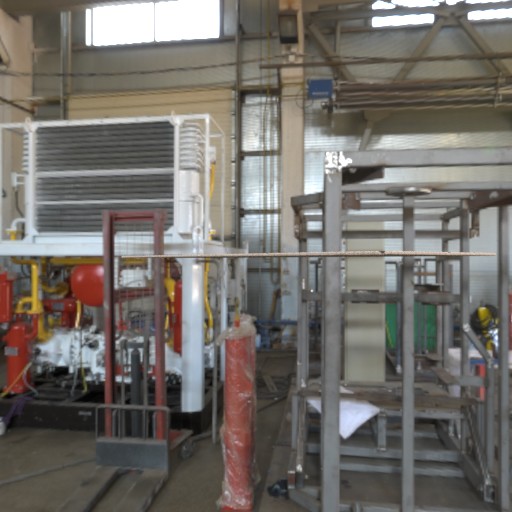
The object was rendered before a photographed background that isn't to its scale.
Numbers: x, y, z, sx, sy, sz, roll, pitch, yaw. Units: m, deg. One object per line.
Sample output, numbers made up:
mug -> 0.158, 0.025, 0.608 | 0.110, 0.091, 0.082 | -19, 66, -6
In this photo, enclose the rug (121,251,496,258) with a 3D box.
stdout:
rug -> 0.000, 0.000, 2.655 | 0.762, 0.012, 2.438 | 0, -1, -37
